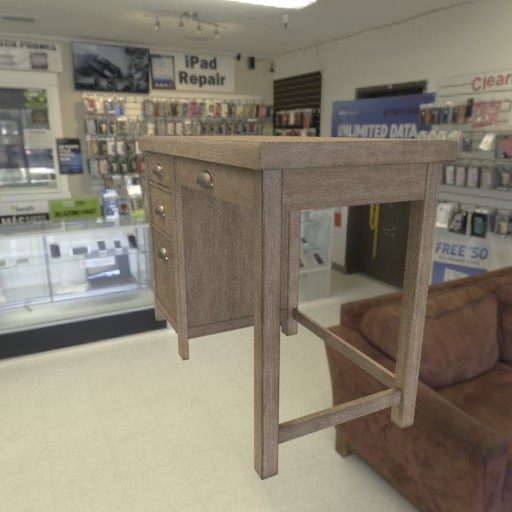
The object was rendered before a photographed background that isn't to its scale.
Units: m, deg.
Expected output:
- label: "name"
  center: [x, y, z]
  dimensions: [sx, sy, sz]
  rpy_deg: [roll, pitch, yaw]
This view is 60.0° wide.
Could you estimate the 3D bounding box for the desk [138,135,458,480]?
- label: "desk"
  center: [0.000, 0.000, 1.766]
  dimensions: [0.610, 0.912, 1.289]
  rpy_deg: [-7, 17, -25]
